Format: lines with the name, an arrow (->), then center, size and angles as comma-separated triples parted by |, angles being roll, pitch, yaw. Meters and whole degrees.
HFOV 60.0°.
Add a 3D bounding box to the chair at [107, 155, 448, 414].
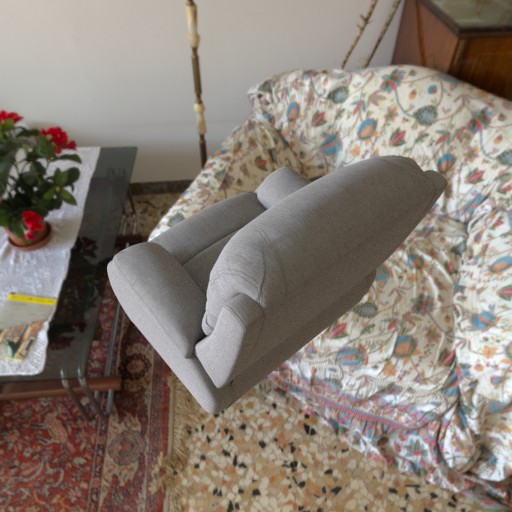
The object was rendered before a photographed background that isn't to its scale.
chair -> 0.000, 0.000, 1.731 | 0.930, 1.011, 0.899 | -32, 54, -27
